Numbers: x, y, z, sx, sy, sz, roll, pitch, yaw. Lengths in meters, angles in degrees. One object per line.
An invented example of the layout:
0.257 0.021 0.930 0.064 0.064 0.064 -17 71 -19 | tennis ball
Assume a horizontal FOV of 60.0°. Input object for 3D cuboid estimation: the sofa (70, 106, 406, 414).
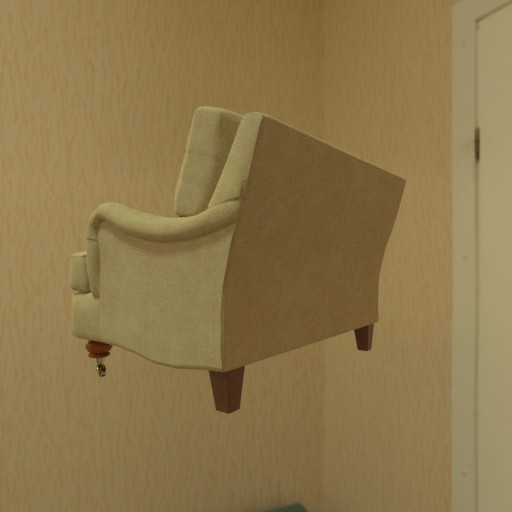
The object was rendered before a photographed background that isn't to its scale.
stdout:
0.000 0.000 2.259 1.086 1.087 1.498 0 0 36 | sofa
